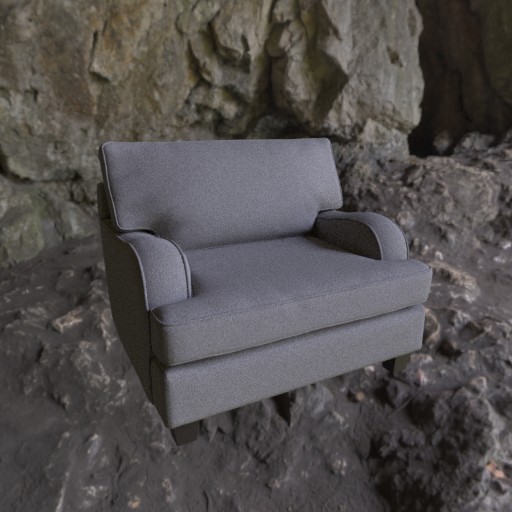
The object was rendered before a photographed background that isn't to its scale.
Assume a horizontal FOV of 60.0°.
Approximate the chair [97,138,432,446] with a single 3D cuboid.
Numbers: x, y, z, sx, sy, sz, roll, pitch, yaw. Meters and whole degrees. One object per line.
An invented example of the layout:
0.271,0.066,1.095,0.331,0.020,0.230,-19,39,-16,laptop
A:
0.000,0.000,2.028,1.220,1.016,1.040,-9,19,-26,chair
